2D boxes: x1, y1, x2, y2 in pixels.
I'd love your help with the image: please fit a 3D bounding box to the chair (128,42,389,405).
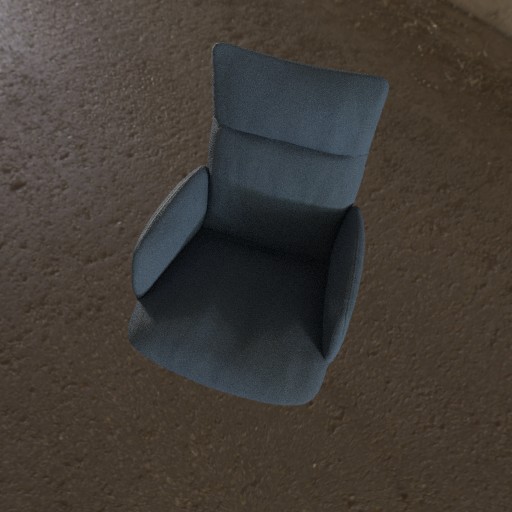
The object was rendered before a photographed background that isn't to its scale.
[{"bbox_3d":[0.000,0.000,1.530,0.711,1.016,0.889,17,60,10],"label":"chair"}]
